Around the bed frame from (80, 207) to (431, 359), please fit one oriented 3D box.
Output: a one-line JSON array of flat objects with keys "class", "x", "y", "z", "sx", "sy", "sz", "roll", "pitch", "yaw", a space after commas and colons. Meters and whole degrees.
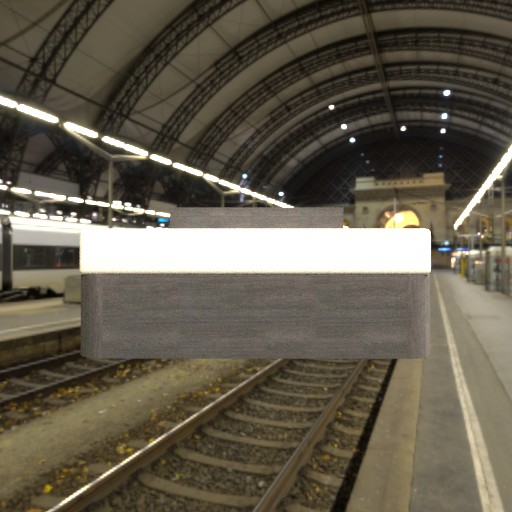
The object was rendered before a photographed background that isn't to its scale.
[{"class": "bed frame", "x": 0.000, "y": 0.000, "z": 2.639, "sx": 1.400, "sy": 0.800, "sz": 1.900, "roll": 0, "pitch": -1, "yaw": 0}]
